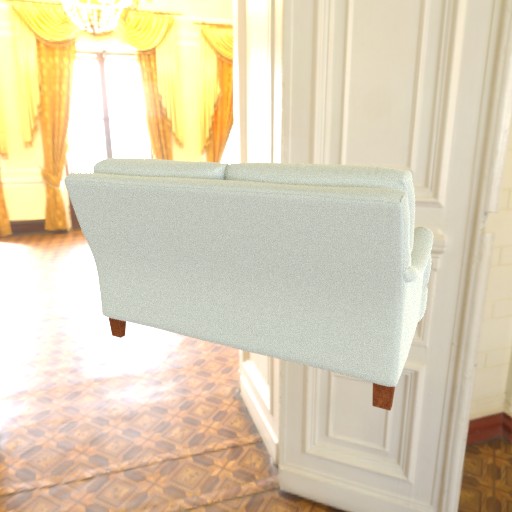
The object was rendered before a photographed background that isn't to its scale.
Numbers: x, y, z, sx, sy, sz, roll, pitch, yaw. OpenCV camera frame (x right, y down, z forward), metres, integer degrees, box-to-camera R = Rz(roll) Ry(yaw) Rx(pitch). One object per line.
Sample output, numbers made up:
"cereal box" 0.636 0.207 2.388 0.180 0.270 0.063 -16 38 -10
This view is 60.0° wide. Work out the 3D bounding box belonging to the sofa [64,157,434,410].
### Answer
"sofa" 0.000 0.000 2.558 1.853 1.101 1.084 8 17 26
